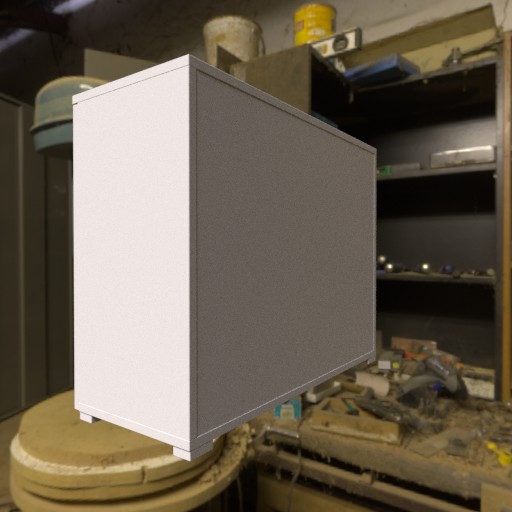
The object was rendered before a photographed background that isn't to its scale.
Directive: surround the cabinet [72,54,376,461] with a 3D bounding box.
[{"bbox_3d":[0.000,0.000,1.390,0.400,0.800,1.000,1,1,36],"label":"cabinet"}]
